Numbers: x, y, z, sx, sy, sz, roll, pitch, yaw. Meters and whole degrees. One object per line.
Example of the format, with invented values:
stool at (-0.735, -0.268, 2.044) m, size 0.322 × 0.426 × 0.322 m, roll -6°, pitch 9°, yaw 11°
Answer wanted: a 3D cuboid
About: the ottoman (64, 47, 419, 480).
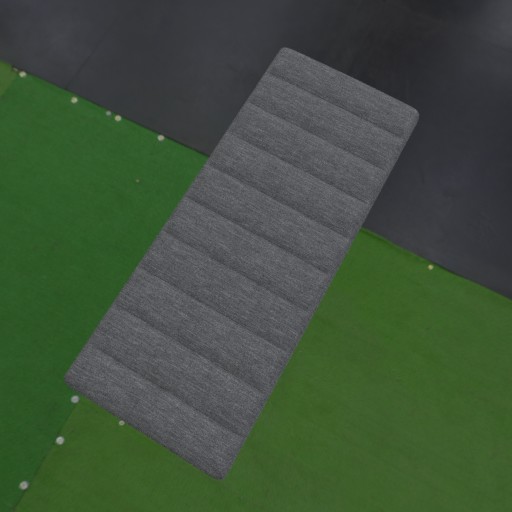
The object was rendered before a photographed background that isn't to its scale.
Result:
ottoman at (0.000, 0.000, 1.395) m, size 0.482 × 0.469 × 1.151 m, roll 29°, pitch 77°, yaw 7°
